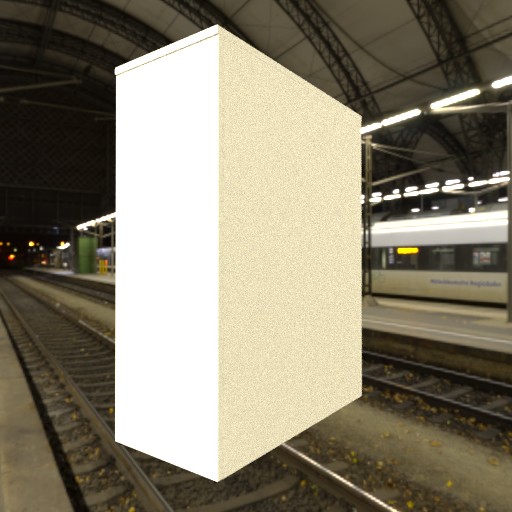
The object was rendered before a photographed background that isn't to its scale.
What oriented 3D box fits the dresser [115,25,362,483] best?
[{"bbox_3d":[0.000,0.000,1.433,0.380,1.040,0.800,0,-1,37],"label":"dresser"}]
